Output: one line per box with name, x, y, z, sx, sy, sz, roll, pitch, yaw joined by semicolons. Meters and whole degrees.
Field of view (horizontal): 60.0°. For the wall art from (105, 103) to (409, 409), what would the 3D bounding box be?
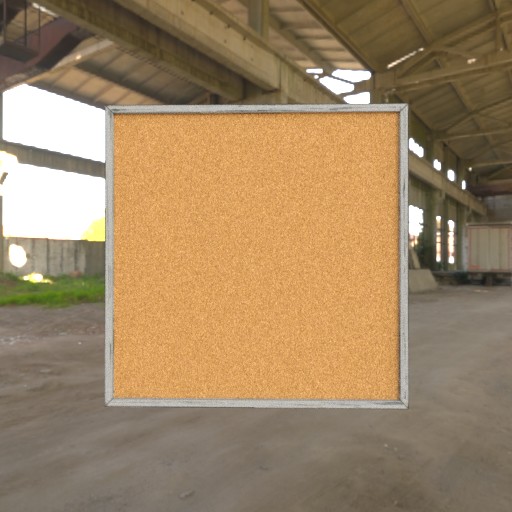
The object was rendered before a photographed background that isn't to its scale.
wall art;0.000;0.000;0.460;0.303;0.303;0.036;0;0;1
